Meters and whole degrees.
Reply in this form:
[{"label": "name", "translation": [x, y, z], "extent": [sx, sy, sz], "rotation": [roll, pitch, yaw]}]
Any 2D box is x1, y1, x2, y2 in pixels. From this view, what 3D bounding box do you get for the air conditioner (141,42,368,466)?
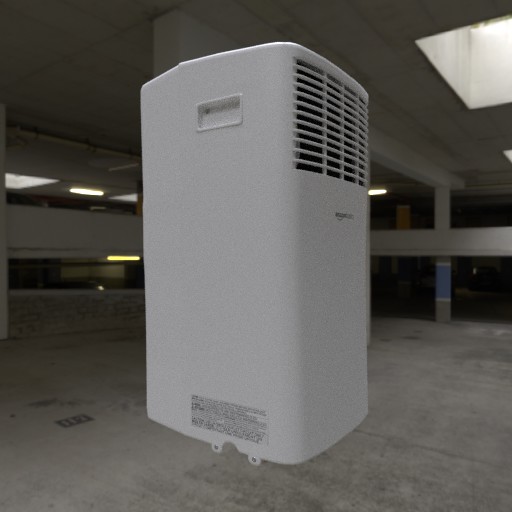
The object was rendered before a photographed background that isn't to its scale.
[{"label": "air conditioner", "translation": [0.000, 0.000, 0.793], "extent": [0.349, 0.606, 0.304], "rotation": [1, 1, 36]}]
